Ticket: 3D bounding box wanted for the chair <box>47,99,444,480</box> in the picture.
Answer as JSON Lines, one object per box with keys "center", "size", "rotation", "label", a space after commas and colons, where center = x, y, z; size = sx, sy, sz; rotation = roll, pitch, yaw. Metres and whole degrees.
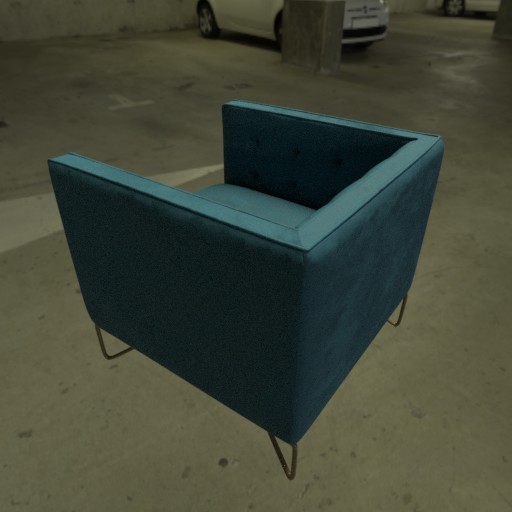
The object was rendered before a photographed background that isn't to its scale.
{"center": [0.000, 0.000, 1.536], "size": [0.894, 0.790, 0.880], "rotation": [22, 39, 30], "label": "chair"}
